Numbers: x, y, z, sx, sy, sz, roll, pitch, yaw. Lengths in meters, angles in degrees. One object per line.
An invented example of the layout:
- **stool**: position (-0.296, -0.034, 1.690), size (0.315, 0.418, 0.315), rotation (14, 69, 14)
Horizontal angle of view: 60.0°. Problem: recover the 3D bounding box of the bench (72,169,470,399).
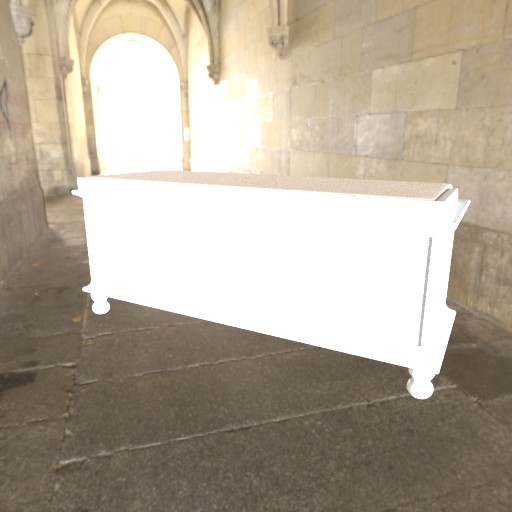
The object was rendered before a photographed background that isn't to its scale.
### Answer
- **bench**: position (0.000, 0.000, 1.429), size (1.185, 0.486, 0.402), rotation (8, 18, 27)
